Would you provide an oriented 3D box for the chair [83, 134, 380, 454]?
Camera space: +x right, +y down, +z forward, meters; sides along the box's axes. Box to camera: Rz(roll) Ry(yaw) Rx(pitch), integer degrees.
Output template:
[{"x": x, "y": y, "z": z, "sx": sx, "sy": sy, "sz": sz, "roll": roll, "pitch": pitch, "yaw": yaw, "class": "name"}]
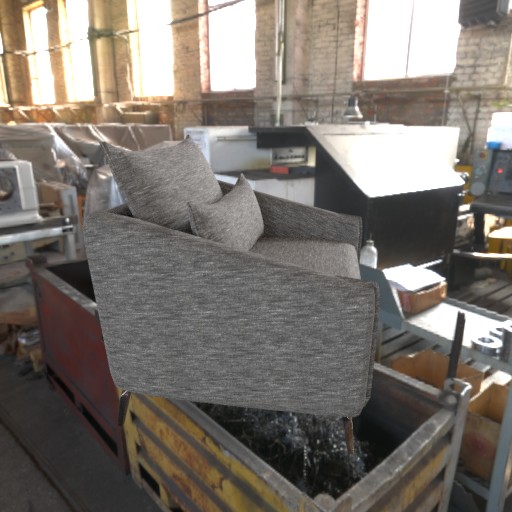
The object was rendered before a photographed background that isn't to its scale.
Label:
[{"x": 0.000, "y": 0.000, "z": 1.626, "sx": 0.805, "sy": 0.842, "sz": 1.004, "roll": 3, "pitch": 17, "yaw": 9, "class": "chair"}]
